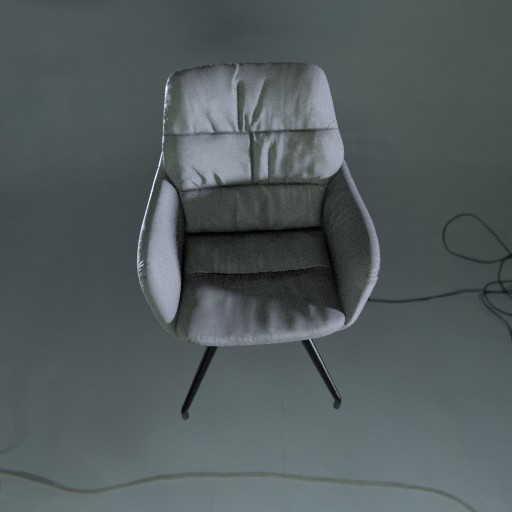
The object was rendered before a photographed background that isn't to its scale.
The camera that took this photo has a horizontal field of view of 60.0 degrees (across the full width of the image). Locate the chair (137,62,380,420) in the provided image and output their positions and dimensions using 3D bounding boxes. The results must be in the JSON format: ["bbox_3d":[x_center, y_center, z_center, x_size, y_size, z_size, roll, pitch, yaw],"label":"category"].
[{"bbox_3d":[0.000,0.000,1.253,0.579,0.888,0.569,-3,47,-3],"label":"chair"}]
